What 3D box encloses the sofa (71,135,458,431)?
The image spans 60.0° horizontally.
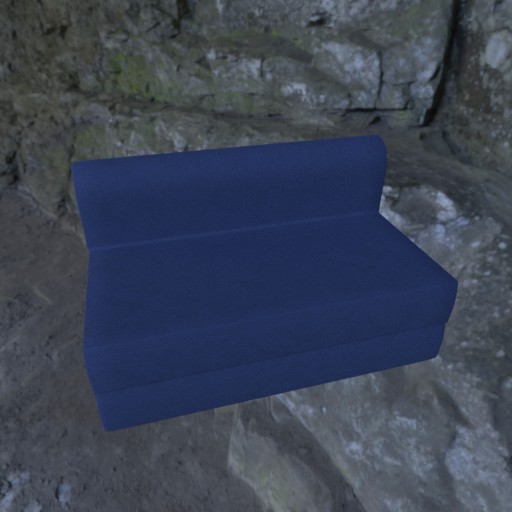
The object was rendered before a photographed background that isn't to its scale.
[{"bbox_3d":[0.000,0.000,1.657,1.219,0.660,0.762,-8,33,-13],"label":"sofa"}]
